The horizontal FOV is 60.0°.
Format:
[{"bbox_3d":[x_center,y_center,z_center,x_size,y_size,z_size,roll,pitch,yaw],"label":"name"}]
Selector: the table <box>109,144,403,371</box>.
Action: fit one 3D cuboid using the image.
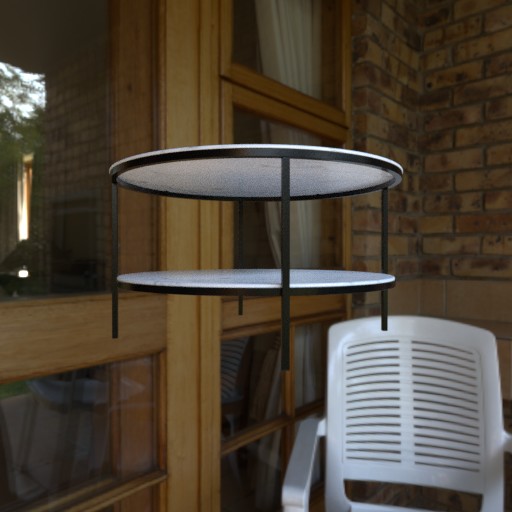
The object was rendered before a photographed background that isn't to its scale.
[{"bbox_3d":[0.000,0.000,1.274,0.800,0.450,0.800,0,1,0],"label":"table"}]
